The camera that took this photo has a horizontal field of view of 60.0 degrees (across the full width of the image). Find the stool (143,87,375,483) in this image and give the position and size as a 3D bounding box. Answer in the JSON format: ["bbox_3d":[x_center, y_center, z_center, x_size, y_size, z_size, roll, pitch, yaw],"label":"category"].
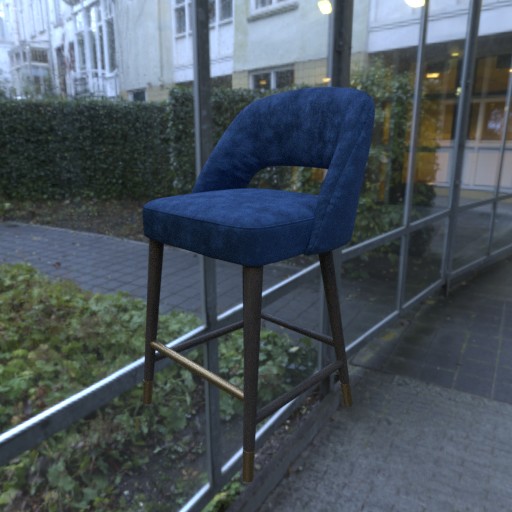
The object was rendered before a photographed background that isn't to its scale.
[{"bbox_3d":[0.000,0.000,1.251,0.536,0.925,0.524,15,21,43],"label":"stool"}]
